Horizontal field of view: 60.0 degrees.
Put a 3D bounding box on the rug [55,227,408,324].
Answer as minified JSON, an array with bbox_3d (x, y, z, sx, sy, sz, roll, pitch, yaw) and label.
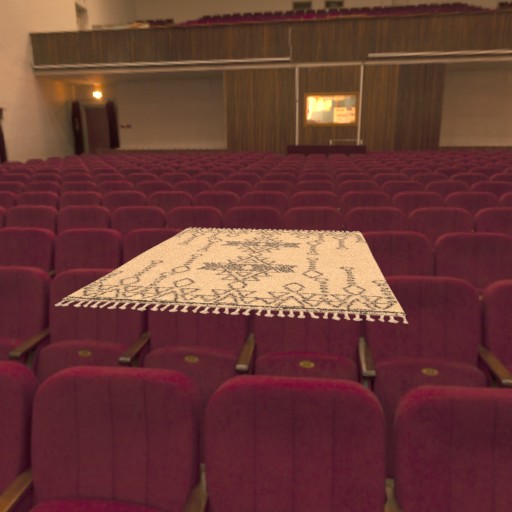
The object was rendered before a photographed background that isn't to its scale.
[{"bbox_3d":[0.000,0.000,4.035,2.125,0.028,3.027,2,13,8],"label":"rug"}]
